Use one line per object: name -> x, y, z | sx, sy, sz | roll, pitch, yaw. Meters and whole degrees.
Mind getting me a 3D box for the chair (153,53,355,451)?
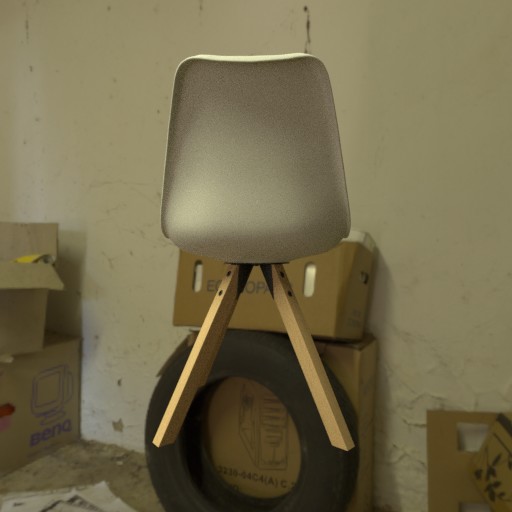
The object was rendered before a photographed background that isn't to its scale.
chair -> 0.000, 0.000, 1.182 | 0.485, 0.850, 0.550 | 0, 1, 3
